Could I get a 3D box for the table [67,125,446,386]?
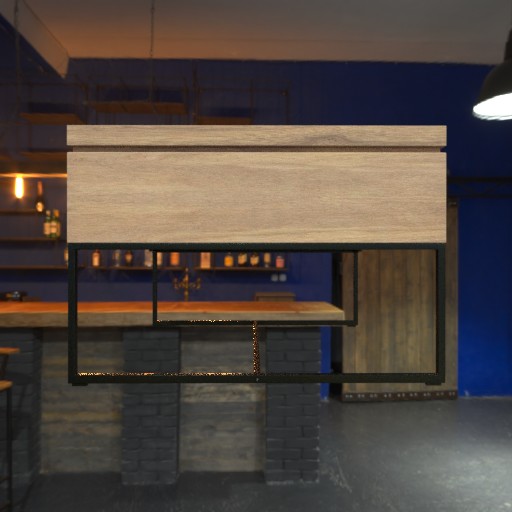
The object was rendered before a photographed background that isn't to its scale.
[{"bbox_3d":[0.000,0.000,1.127,0.676,0.464,0.679,0,0,0],"label":"table"}]
